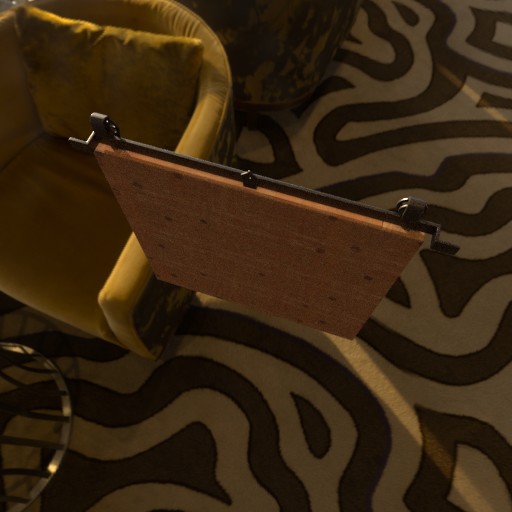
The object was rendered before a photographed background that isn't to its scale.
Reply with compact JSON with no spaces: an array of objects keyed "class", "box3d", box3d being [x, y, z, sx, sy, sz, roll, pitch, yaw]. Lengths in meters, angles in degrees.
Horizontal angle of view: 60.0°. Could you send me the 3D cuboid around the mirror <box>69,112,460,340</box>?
[{"class":"mirror","box3d":[0.000,0.000,1.184,0.805,0.800,0.054,17,65,8]}]
